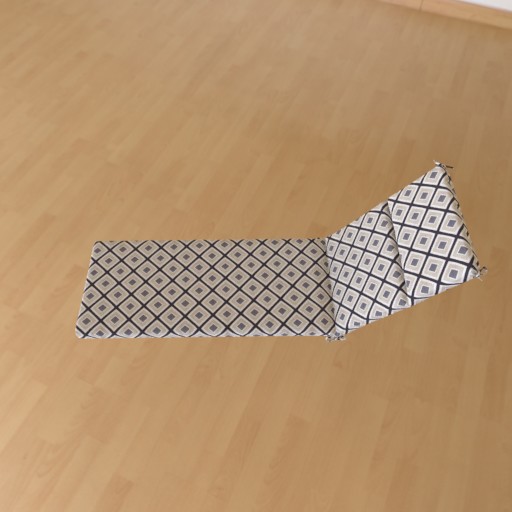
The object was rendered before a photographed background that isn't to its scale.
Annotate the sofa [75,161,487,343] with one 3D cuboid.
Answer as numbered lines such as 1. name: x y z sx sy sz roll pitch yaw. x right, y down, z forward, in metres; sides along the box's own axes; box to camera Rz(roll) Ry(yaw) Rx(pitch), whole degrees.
1. sofa: 0.000 0.000 1.945 1.663 0.622 0.582 -1 58 0
